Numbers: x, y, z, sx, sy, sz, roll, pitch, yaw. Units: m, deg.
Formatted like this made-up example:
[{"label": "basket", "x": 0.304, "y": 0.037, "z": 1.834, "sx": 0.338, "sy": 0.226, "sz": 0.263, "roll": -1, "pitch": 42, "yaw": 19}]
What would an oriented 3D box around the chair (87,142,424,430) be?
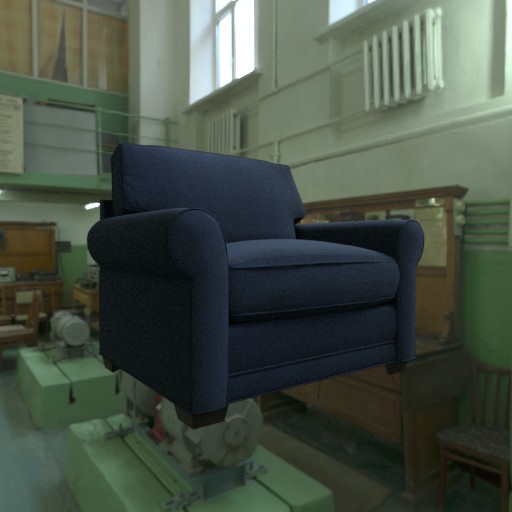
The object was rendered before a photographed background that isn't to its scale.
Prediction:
[{"label": "chair", "x": 0.000, "y": 0.000, "z": 2.006, "sx": 1.285, "sy": 1.044, "sz": 0.963, "roll": -1, "pitch": 2, "yaw": -36}]
